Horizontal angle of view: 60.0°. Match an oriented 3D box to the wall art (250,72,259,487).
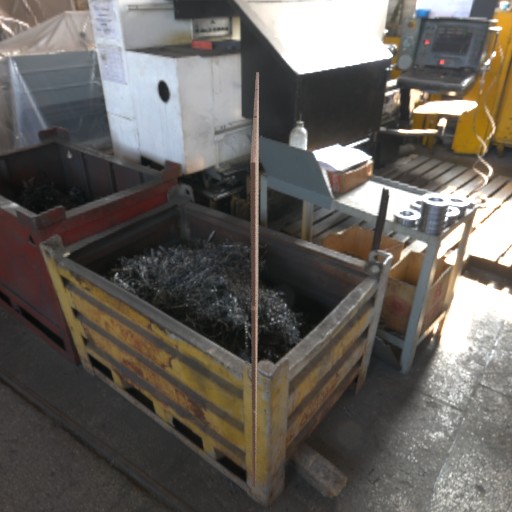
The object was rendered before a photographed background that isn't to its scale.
[{"bbox_3d":[0.000,0.000,2.269,0.014,1.525,1.527,0,31,1],"label":"wall art"}]
